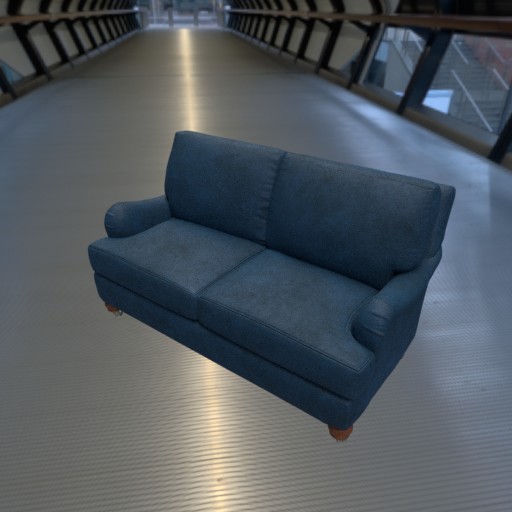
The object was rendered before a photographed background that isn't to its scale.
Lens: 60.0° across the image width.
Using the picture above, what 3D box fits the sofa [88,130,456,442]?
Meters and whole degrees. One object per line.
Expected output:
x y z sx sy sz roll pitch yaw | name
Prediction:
0.000 0.000 2.579 1.853 1.101 1.084 20 36 31 | sofa
